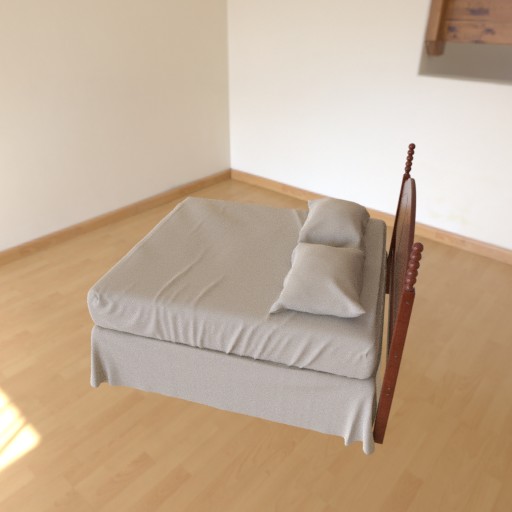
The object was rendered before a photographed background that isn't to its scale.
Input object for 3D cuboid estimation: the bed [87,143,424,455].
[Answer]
[{"bbox_3d":[0.000,0.000,3.213,2.040,1.356,1.873,8,32,14],"label":"bed"}]
